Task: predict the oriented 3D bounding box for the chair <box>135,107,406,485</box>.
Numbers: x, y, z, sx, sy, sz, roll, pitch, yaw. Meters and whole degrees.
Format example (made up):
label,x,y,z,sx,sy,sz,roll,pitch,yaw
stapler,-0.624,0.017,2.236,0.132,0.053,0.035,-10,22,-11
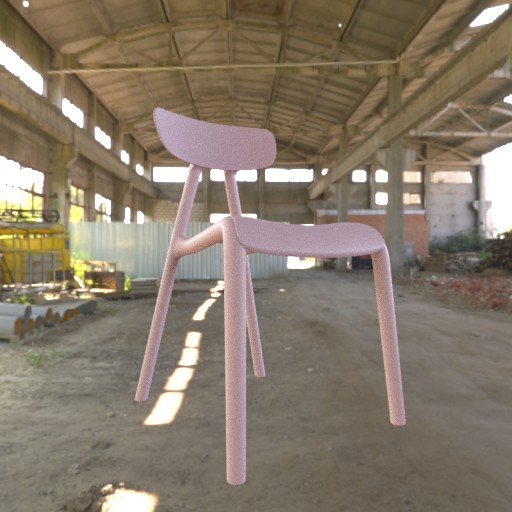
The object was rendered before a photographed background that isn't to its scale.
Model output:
label,x,y,z,sx,sy,sz,roll,pitch,yaw
chair,0.000,0.000,0.818,0.356,0.580,0.401,0,0,-36
